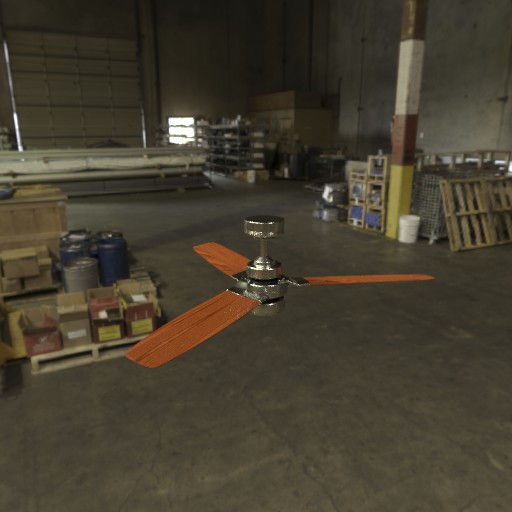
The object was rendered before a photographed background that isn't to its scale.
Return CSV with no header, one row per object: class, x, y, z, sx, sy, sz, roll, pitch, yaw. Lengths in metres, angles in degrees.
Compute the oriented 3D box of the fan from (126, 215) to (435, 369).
fan,0.000,0.000,2.071,1.416,0.410,1.271,-8,17,-26
